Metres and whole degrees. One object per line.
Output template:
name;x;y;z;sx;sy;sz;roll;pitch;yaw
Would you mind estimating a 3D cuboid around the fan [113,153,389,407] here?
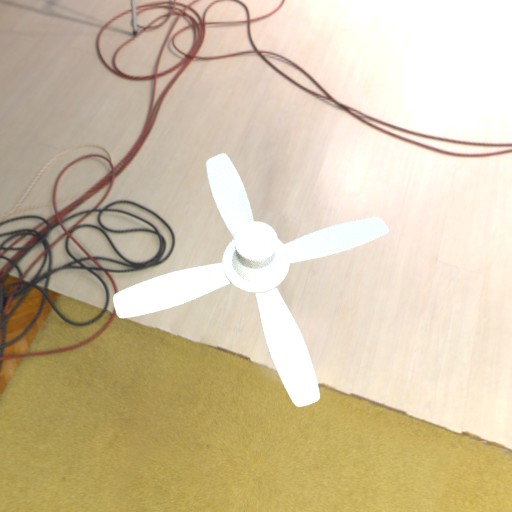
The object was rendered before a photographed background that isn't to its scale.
fan;0.000;0.000;2.543;1.694;0.382;1.693;-17;65;-8
